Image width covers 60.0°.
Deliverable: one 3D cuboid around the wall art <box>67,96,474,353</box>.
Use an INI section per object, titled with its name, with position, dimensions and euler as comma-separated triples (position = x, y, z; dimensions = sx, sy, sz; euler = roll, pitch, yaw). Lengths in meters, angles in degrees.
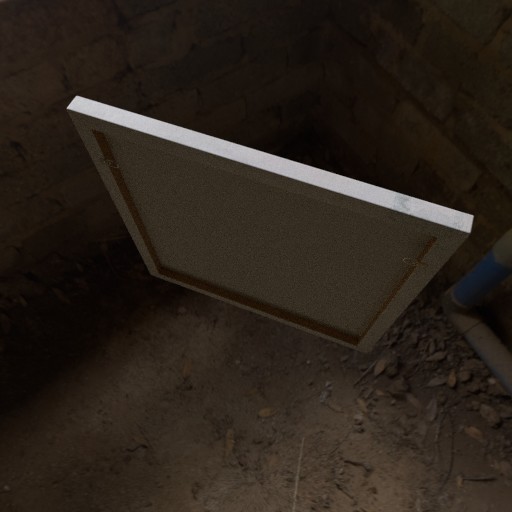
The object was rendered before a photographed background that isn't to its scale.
[wall art]
position = 0.000, 0.000, 1.128
dimensions = 0.762, 0.762, 0.041
euler = 19, 65, 9
